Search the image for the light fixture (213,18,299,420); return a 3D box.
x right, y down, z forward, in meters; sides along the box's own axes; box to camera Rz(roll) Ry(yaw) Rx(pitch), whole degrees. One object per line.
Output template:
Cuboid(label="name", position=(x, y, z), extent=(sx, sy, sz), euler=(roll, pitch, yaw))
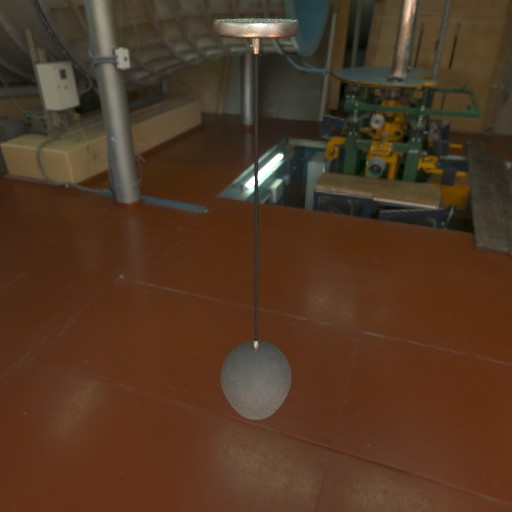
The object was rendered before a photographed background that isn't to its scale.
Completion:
Cuboid(label="light fixture", position=(0.000, 0.000, 0.809), extent=(0.153, 0.760, 0.153), euler=(-20, 36, -30))
